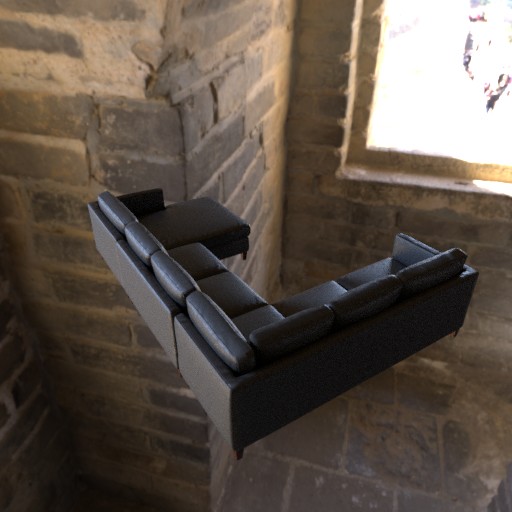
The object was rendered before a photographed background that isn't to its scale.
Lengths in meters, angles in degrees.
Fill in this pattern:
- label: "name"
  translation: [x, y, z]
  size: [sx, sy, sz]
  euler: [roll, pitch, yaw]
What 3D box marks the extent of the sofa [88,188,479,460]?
- label: "sofa"
  translation: [0.000, 0.000, 4.720]
  size: [2.593, 0.923, 3.460]
  euler: [-18, 35, -28]
